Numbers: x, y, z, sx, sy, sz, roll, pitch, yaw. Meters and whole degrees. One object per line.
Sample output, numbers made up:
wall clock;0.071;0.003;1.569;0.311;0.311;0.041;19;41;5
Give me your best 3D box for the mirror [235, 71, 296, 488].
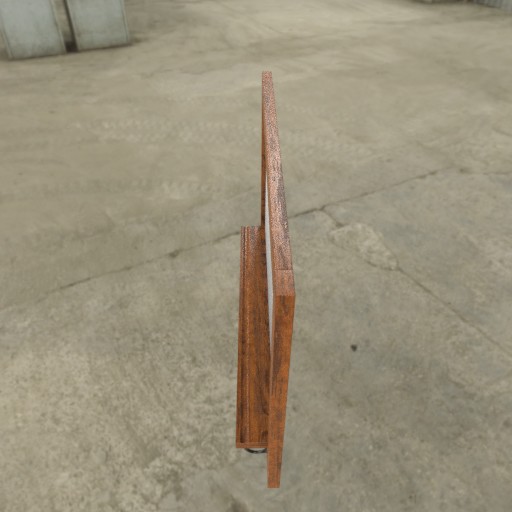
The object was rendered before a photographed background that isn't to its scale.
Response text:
mirror;0.000;0.000;0.971;0.084;0.537;0.758;0;41;0
